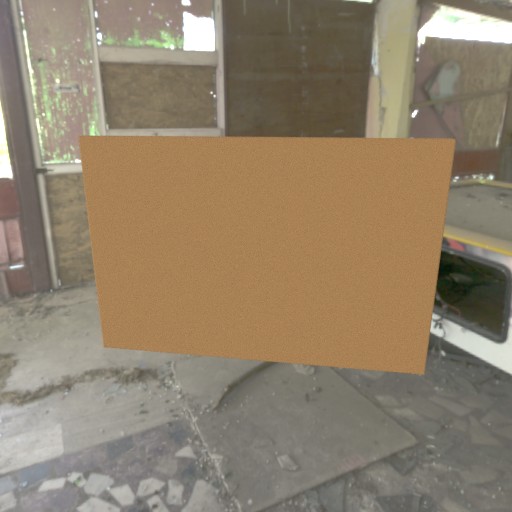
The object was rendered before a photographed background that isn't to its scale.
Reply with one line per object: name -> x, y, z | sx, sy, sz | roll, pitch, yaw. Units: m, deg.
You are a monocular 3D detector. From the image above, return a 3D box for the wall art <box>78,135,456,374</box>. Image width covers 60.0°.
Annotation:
wall art -> 0.000, 0.000, 1.173 | 0.915, 0.608, 0.033 | 3, 18, 9
